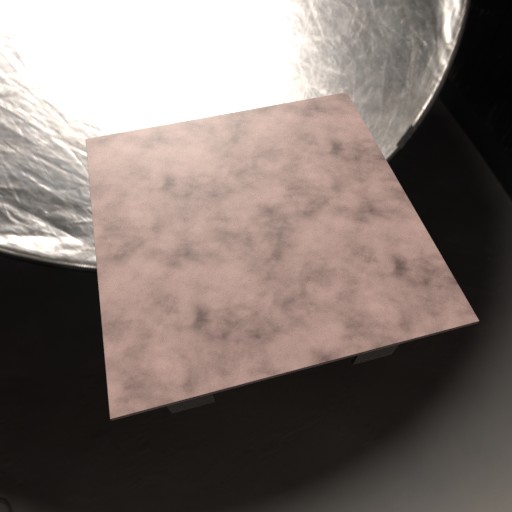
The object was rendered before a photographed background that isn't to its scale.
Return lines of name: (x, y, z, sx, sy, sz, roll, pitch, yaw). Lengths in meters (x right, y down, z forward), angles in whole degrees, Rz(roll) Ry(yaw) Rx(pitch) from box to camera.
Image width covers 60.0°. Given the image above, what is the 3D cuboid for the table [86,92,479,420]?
table: (0.000, 0.000, 1.068, 0.670, 0.305, 0.670, -13, 59, -8)
